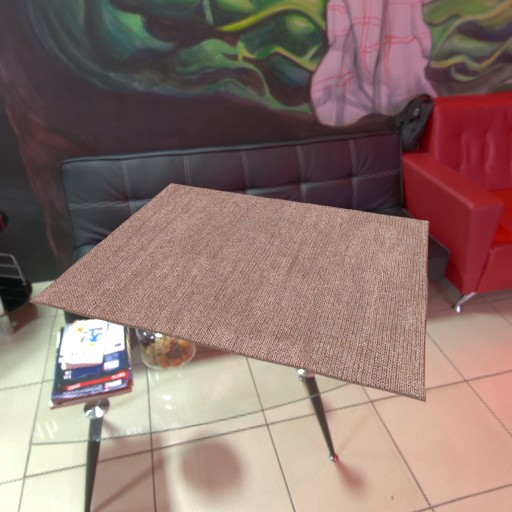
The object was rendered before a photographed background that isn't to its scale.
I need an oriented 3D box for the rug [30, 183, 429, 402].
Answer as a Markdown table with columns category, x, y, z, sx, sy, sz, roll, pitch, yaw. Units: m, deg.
| category | x | y | z | sx | sy | sz | roll | pitch | yaw |
| --- | --- | --- | --- | --- | --- | --- | --- | --- | --- |
| rug | 0.000 | 0.000 | 4.123 | 3.052 | 0.030 | 2.429 | 11 | 35 | 15 |
